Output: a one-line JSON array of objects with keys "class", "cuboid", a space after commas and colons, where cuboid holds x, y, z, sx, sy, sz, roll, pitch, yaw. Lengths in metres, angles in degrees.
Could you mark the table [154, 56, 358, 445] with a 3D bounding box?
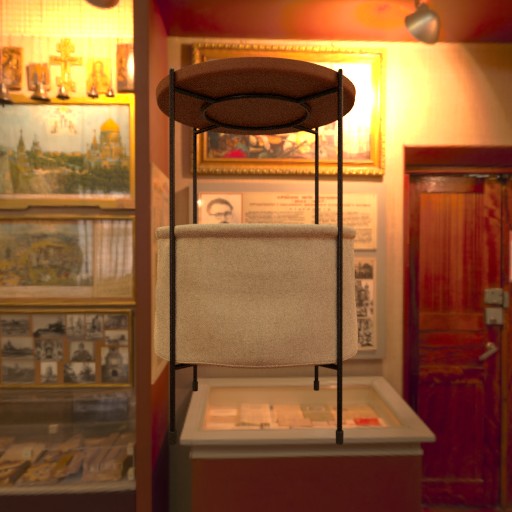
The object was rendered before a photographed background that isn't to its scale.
[{"class": "table", "cuboid": [0.000, 0.000, 0.878, 0.393, 0.623, 0.393, 0, 1, 0]}]
